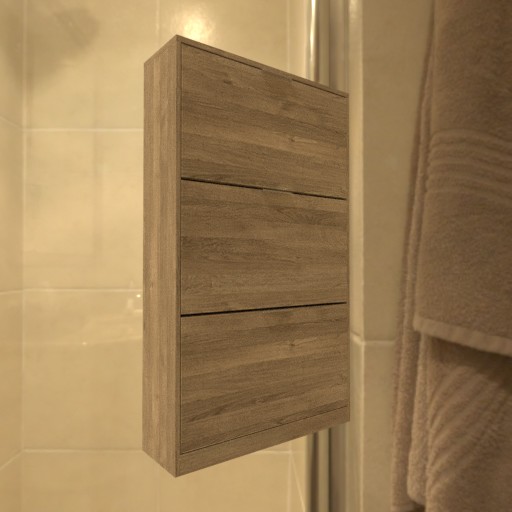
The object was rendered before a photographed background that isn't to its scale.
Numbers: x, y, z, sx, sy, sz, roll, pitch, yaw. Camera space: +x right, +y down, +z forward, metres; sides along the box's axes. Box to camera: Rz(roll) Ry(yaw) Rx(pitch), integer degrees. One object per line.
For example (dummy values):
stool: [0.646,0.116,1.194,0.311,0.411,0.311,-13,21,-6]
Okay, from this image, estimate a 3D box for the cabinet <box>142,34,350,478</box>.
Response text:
cabinet: [0.000,0.000,1.593,0.750,1.280,0.250,1,-1,-37]
